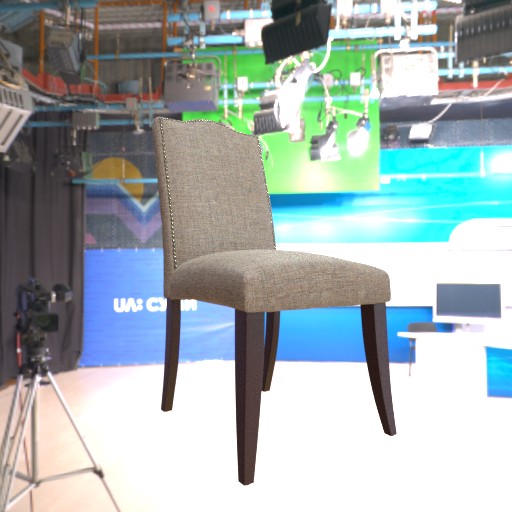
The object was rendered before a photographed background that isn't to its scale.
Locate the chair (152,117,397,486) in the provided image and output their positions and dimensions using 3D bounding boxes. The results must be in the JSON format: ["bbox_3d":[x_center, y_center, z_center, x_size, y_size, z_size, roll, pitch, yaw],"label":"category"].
[{"bbox_3d":[0.000,0.000,1.384,0.513,1.016,0.660,1,-1,-34],"label":"chair"}]
